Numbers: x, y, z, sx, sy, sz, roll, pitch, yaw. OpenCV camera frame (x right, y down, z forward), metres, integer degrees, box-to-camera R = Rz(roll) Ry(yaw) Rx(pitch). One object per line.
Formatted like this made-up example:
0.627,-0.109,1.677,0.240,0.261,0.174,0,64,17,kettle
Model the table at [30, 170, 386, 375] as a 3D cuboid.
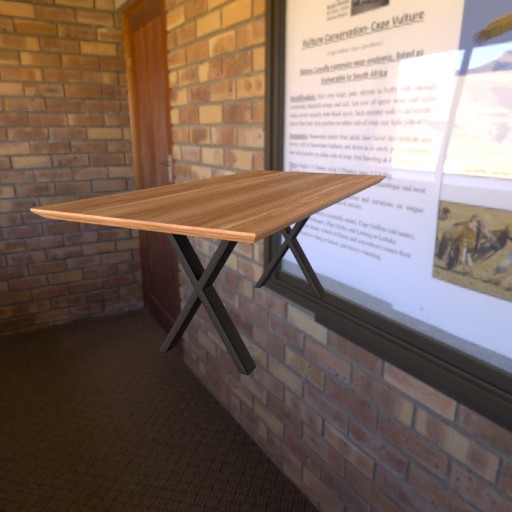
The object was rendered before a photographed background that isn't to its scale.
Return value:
0.000,0.000,2.506,1.000,0.770,2.000,8,18,26,table
